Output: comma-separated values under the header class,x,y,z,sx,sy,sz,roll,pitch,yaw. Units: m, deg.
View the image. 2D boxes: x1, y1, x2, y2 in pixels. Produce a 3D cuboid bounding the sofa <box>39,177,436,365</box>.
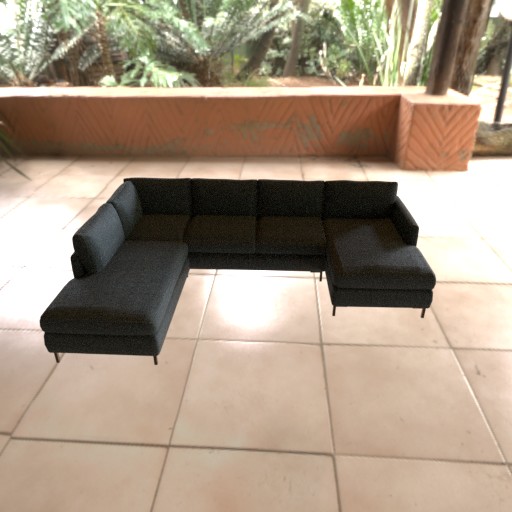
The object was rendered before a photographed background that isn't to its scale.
class,x,y,z,sx,sy,sz,roll,pitch,yaw
sofa,0.000,0.000,3.597,2.737,0.753,1.879,1,29,2
